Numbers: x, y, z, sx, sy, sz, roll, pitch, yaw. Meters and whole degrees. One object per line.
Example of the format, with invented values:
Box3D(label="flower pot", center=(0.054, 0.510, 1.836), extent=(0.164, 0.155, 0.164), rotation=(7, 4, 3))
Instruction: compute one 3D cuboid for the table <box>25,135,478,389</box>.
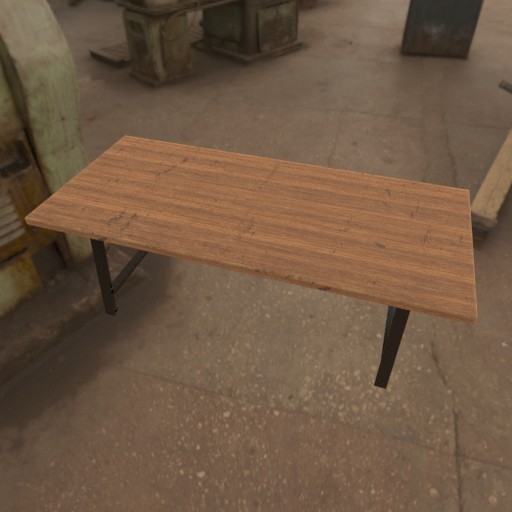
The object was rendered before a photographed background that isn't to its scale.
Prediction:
Box3D(label="table", center=(0.000, 0.000, 2.642), extent=(2.200, 0.757, 1.000), rotation=(12, 42, 14))
